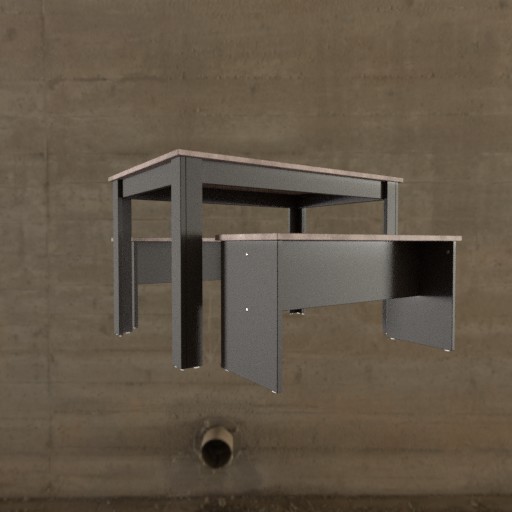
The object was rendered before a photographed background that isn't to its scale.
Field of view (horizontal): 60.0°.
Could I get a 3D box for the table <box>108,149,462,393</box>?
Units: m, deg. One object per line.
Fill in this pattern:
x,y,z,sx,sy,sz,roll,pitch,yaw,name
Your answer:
0.000,0.000,1.997,1.100,0.700,1.443,-1,2,-35,table
